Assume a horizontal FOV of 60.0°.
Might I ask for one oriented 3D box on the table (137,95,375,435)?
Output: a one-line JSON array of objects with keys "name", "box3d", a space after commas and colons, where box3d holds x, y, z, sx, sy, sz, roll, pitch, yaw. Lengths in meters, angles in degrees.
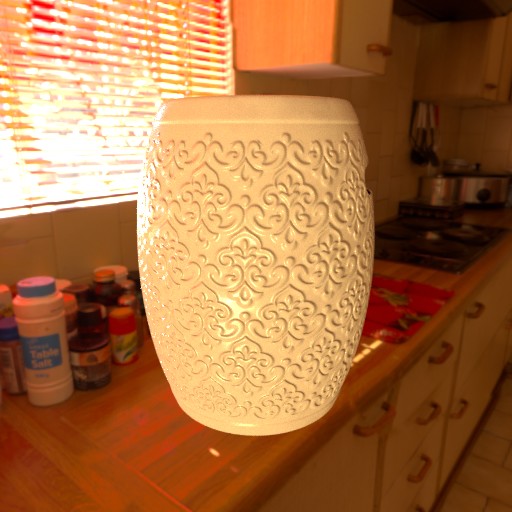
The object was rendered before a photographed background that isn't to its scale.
[{"name": "table", "box3d": [0.000, 0.000, 0.602, 0.309, 0.397, 0.309, 0, 16, 0]}]
